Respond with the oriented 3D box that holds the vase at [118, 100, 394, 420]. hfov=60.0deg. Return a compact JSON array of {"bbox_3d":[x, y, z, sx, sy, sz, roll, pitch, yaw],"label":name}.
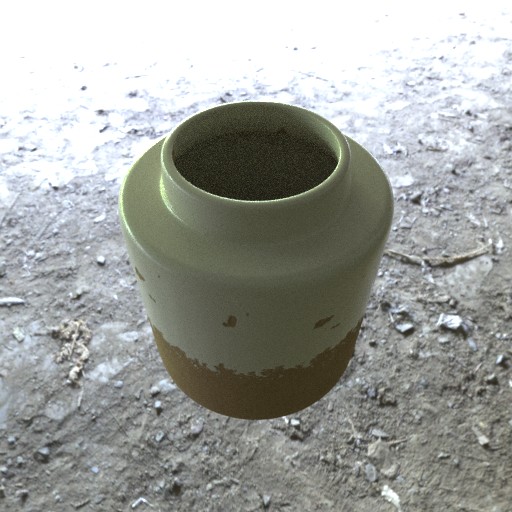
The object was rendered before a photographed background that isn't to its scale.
[{"bbox_3d":[0.000,0.000,0.289,0.153,0.167,0.153,0,47,0],"label":"vase"}]
